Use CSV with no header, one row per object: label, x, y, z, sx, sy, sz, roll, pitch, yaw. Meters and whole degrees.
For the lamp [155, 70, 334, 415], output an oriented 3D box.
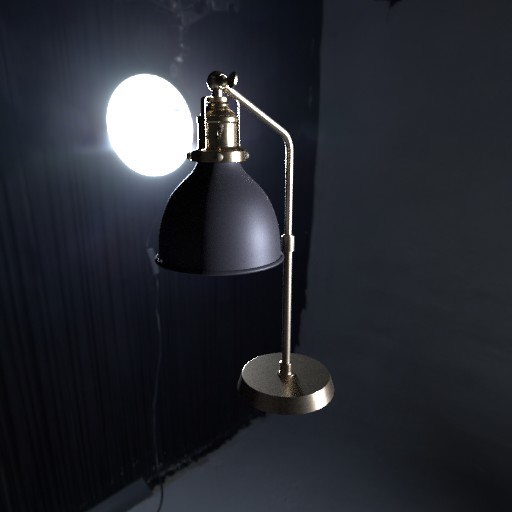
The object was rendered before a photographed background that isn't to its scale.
lamp,0.000,0.000,0.603,0.160,0.456,0.291,13,19,41
